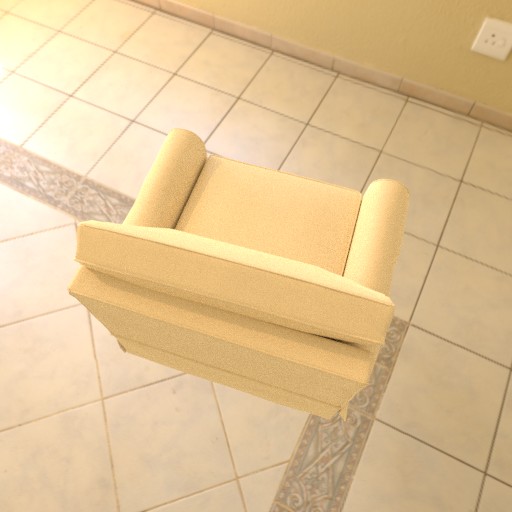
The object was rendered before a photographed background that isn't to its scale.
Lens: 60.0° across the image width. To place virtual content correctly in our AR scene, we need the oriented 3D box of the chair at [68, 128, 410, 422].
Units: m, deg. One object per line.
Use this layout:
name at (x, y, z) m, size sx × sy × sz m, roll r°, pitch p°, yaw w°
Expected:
chair at (0.000, 0.000, 1.797) m, size 1.099 × 0.958 × 0.904 m, roll 16°, pitch 64°, yaw 8°
